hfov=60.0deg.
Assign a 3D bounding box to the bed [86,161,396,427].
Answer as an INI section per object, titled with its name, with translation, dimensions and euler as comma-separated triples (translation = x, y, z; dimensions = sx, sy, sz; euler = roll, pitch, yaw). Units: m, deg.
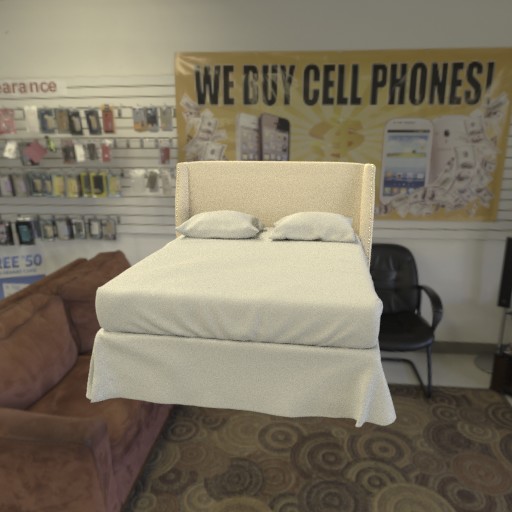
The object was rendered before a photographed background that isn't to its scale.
[bed]
translation = 0.000, 0.000, 3.429
dimensions = 1.925, 1.332, 2.276
euler = 2, 15, 9
